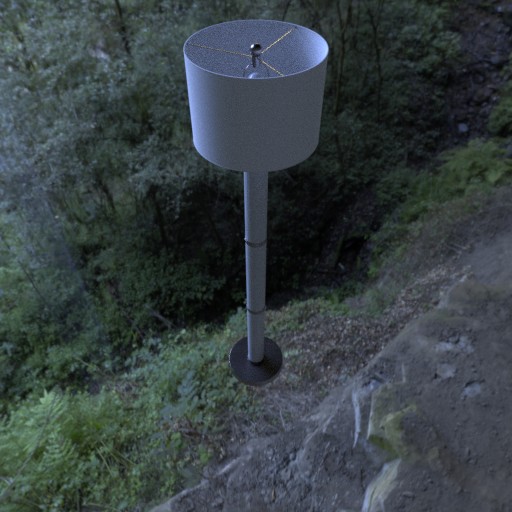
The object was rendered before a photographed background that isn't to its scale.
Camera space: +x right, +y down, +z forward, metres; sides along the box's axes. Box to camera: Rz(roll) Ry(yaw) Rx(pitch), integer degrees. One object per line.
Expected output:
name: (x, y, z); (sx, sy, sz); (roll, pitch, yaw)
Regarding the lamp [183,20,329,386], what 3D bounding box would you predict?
lamp: (0.000, 0.000, 1.726); (0.377, 1.599, 0.377); (-16, 49, -15)
